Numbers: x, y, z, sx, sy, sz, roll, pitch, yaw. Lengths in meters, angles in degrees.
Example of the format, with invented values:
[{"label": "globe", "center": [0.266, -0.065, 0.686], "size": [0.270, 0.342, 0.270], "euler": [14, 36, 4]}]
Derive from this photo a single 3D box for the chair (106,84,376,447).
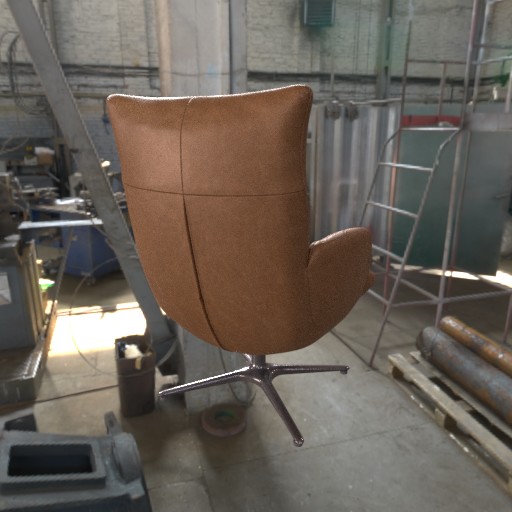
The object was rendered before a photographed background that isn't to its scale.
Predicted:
[{"label": "chair", "center": [0.000, 0.000, 1.526], "size": [0.711, 1.027, 0.794], "euler": [8, 18, 27]}]
